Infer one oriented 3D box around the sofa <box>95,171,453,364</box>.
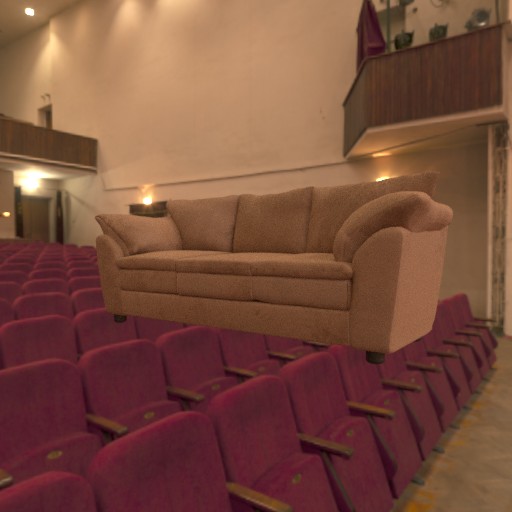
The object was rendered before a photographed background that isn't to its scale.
[{"bbox_3d":[0.000,0.000,2.919,2.377,0.981,0.893,1,2,36],"label":"sofa"}]
